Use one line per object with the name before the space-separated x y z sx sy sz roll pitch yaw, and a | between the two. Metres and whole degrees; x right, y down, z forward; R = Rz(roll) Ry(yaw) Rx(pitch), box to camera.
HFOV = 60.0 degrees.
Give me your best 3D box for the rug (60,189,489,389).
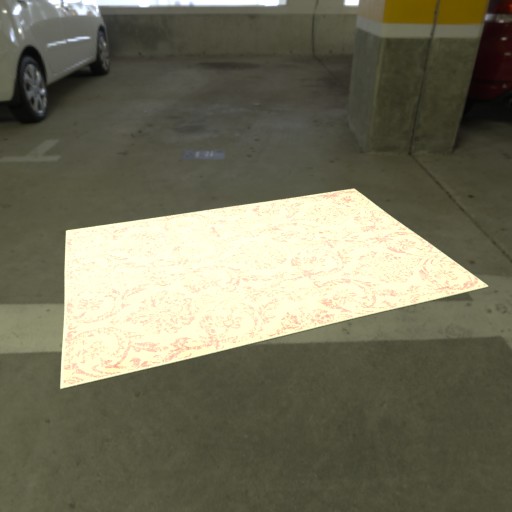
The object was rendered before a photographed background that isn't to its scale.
rug | 0.000 0.000 3.377 2.746 0.018 1.819 -10 33 -16
